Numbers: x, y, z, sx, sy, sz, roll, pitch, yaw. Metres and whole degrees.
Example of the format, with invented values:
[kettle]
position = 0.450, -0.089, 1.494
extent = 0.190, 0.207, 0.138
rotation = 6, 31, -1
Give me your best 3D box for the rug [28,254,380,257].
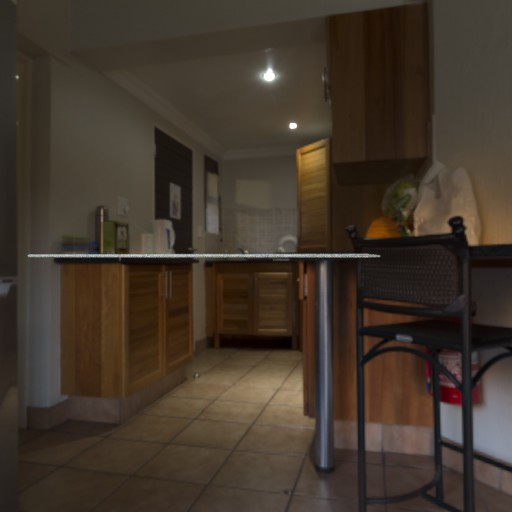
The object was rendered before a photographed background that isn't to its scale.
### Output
[rug]
position = 0.000, 0.000, 2.931
extent = 1.547, 0.013, 2.283
rotation = 0, 0, 17
